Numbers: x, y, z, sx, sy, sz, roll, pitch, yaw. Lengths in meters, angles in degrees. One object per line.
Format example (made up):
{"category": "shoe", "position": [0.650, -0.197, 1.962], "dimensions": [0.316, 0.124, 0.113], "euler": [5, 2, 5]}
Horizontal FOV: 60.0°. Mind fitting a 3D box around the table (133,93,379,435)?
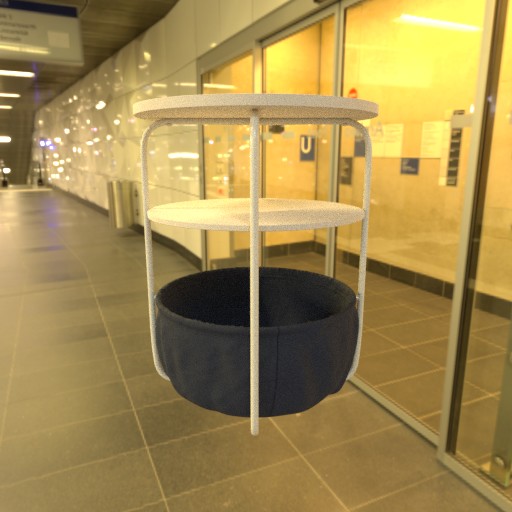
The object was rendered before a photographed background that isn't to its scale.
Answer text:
{"category": "table", "position": [0.000, 0.000, 0.841], "dimensions": [0.418, 0.532, 0.418], "euler": [-12, 18, -43]}
